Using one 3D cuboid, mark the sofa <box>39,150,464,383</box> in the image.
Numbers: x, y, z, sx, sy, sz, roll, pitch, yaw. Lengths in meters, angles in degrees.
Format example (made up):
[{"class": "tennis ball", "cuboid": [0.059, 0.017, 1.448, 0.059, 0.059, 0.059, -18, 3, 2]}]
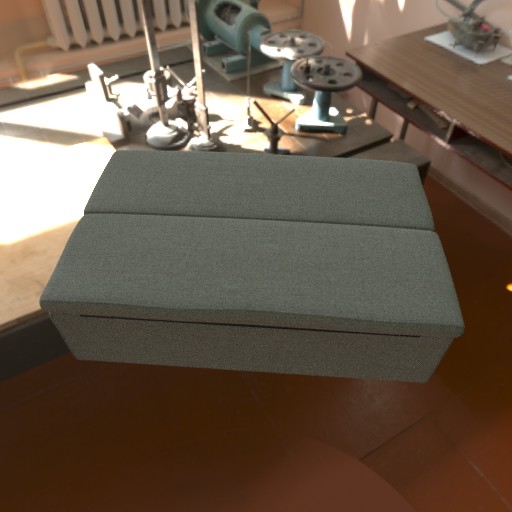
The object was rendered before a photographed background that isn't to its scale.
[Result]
[{"class": "sofa", "cuboid": [0.000, 0.000, 1.673, 1.250, 0.434, 0.817, 3, 47, 3]}]
